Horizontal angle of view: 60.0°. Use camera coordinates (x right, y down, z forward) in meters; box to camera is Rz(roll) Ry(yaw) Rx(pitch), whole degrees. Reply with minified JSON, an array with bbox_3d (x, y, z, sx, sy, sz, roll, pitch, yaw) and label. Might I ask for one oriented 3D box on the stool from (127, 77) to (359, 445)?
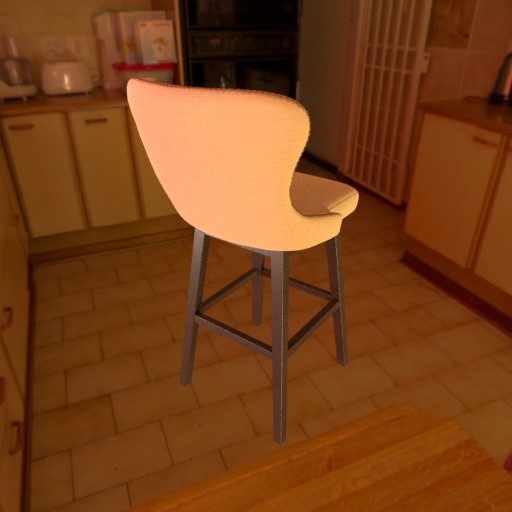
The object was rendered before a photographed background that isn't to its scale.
[{"bbox_3d":[0.000,0.000,1.379,0.528,1.066,0.605,20,34,32],"label":"stool"}]
